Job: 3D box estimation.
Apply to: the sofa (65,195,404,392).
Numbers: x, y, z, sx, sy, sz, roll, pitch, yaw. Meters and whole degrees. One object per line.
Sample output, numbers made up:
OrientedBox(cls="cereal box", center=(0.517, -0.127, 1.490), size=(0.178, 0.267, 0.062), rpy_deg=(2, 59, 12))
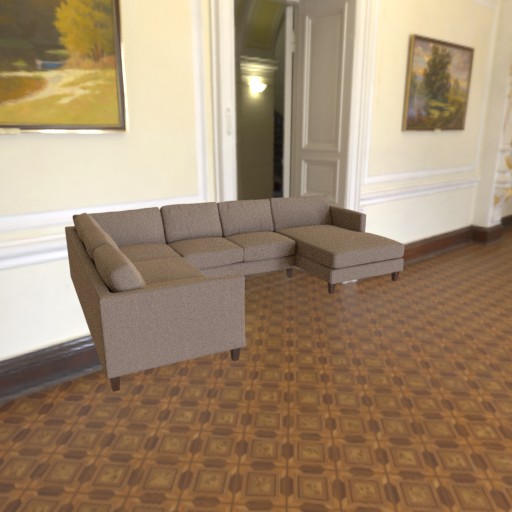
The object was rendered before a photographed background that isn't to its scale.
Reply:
OrientedBox(cls="sofa", center=(0.000, 0.000, 4.588), size=(3.438, 0.865, 2.424), rpy_deg=(-8, 18, -26))
